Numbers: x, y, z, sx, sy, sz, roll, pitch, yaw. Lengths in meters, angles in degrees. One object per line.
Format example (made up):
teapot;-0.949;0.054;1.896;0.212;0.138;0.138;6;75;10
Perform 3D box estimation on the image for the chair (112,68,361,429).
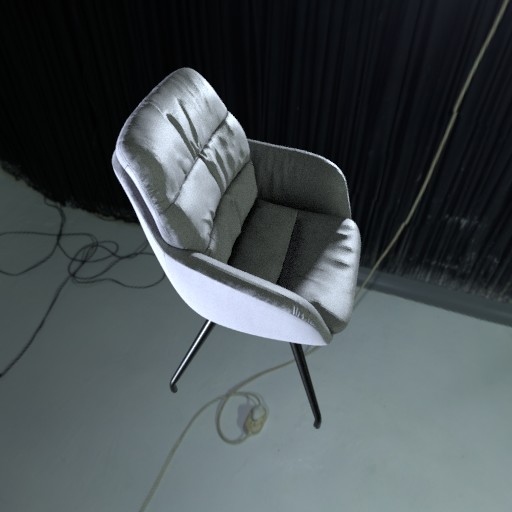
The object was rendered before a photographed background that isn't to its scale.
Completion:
chair;0.000;0.000;1.248;0.569;0.888;0.579;11;47;10
